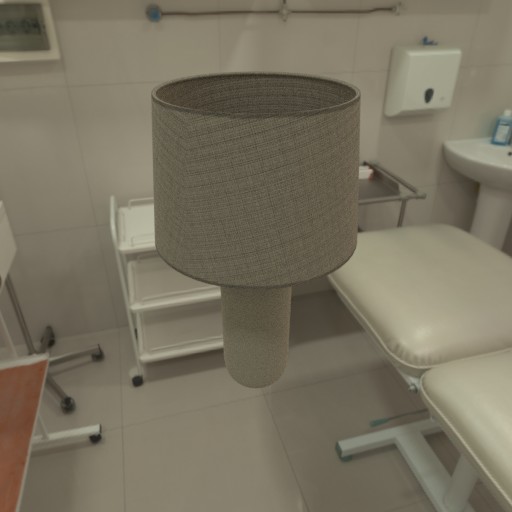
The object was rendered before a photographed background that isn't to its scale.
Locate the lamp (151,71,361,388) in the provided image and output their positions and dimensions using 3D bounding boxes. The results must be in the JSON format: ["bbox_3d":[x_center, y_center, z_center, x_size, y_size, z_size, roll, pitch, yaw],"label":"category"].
[{"bbox_3d":[0.000,0.000,0.846,0.367,0.609,0.367,0,31,0],"label":"lamp"}]
